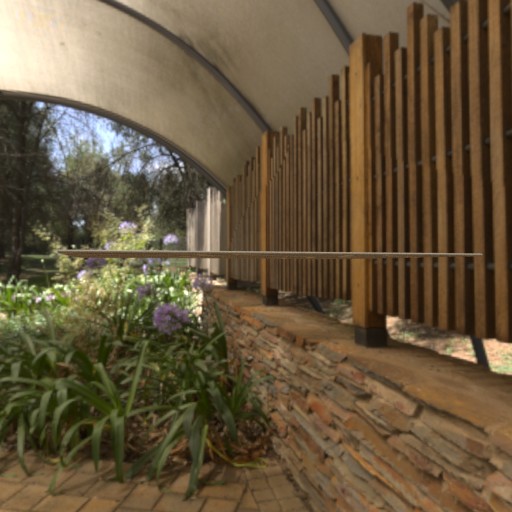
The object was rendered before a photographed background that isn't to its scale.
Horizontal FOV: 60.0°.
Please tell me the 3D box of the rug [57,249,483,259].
[{"bbox_3d":[0.000,0.000,2.939,2.294,0.014,1.528,0,-1,-19],"label":"rug"}]
